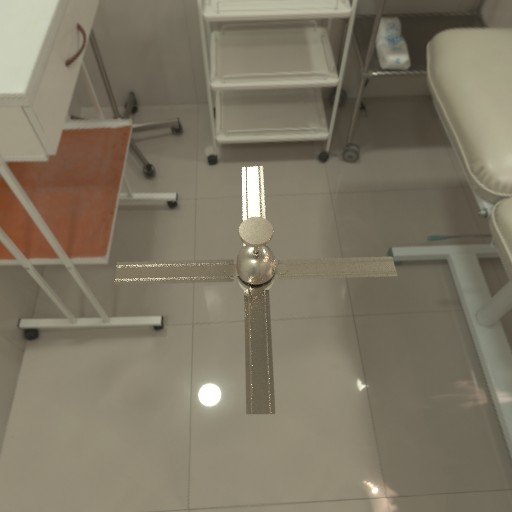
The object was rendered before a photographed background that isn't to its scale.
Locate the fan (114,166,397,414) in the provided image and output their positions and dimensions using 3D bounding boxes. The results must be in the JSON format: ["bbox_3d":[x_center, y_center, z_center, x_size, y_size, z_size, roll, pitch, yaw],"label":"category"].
[{"bbox_3d":[0.000,0.000,2.029,1.346,0.406,1.346,-3,58,-2],"label":"fan"}]
